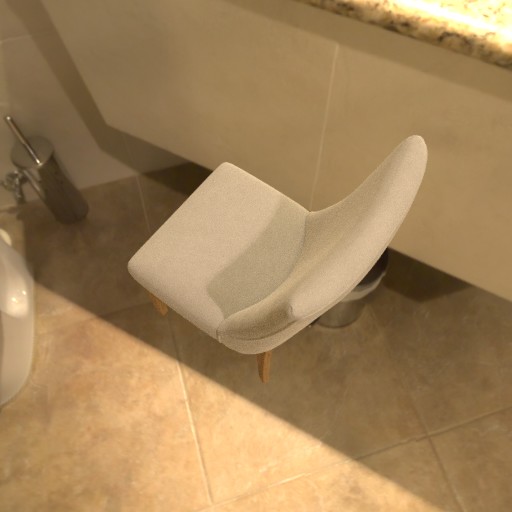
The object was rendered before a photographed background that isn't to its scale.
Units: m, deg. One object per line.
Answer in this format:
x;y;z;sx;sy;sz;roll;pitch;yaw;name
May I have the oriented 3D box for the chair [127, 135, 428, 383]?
0.000;0.000;1.267;0.610;0.902;0.495;33;68;15;chair
